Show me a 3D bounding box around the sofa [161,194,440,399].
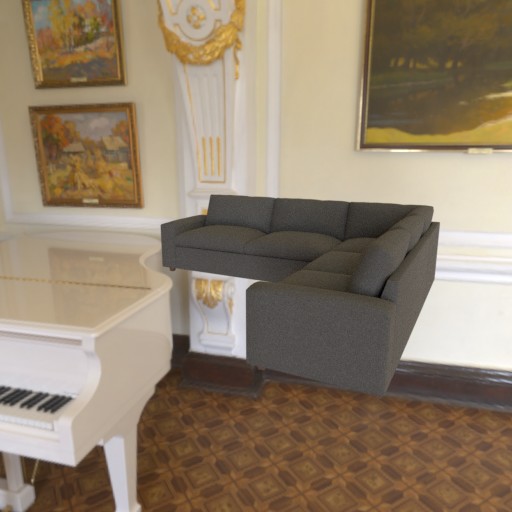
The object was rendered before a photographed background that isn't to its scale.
[{"bbox_3d":[0.000,0.000,4.636,3.277,0.965,2.895,7,15,26],"label":"sofa"}]
